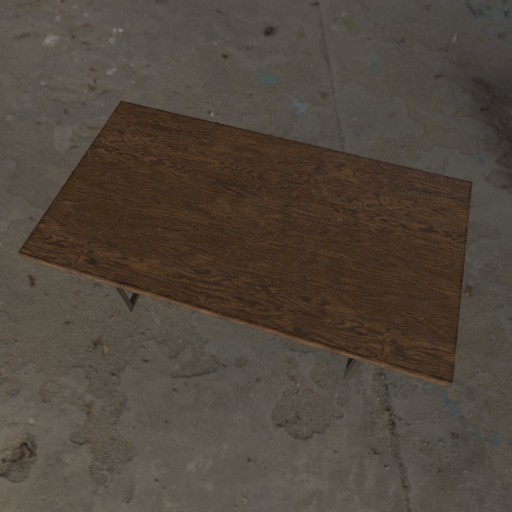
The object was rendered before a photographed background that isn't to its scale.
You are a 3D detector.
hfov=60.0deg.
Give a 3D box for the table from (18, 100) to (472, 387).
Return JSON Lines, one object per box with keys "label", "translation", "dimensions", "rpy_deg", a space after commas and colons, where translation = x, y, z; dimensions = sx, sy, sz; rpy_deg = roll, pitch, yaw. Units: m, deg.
{"label": "table", "translation": [0.000, 0.000, 2.510], "dimensions": [1.989, 0.795, 1.078], "rpy_deg": [15, 61, 9]}
